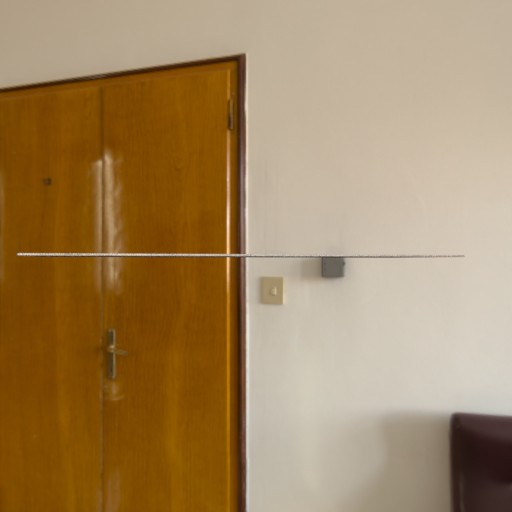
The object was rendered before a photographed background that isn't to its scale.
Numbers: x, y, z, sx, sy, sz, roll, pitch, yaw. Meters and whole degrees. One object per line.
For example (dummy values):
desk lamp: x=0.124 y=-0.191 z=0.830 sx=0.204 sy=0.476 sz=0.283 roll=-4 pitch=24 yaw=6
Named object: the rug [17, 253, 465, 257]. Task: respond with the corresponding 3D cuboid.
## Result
rug: x=0.000 y=0.000 z=2.658 sx=2.435 sy=0.011 sz=0.750 roll=0 pitch=-1 yaw=-18
